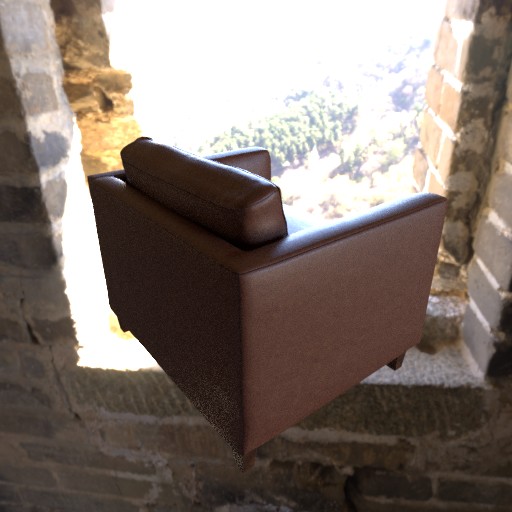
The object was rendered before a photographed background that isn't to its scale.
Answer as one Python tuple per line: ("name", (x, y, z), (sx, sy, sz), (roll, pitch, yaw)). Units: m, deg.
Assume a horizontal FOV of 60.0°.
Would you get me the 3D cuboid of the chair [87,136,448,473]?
("chair", (0.000, 0.000, 1.819), (0.959, 0.917, 1.107), (-19, 32, -33))
